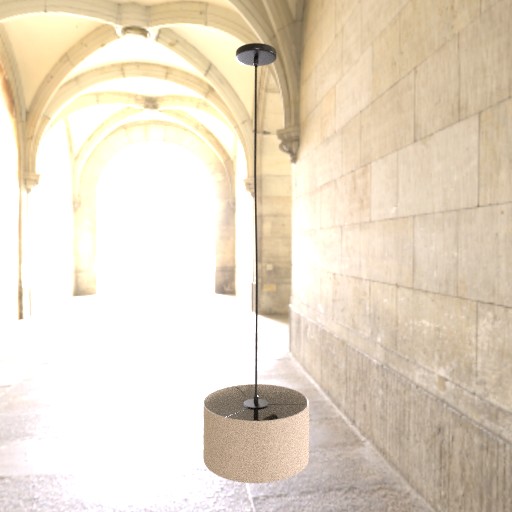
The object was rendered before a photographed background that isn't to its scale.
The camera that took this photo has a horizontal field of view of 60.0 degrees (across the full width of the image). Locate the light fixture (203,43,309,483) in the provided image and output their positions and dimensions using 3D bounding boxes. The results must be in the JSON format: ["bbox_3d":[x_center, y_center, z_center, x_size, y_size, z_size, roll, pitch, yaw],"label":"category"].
[{"bbox_3d":[0.000,0.000,1.667,0.399,1.516,0.399,0,1,0],"label":"light fixture"}]
